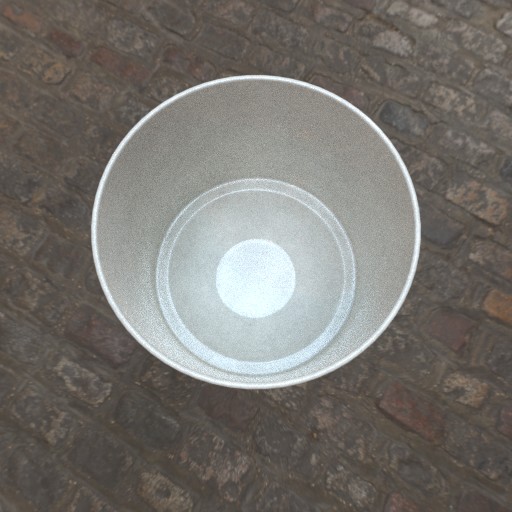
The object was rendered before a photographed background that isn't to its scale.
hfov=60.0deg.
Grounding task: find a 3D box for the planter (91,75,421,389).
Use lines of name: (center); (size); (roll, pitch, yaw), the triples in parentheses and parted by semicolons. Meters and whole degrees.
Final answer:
planter: (0.000, 0.000, 0.452); (0.250, 0.239, 0.250); (0, 76, 0)
